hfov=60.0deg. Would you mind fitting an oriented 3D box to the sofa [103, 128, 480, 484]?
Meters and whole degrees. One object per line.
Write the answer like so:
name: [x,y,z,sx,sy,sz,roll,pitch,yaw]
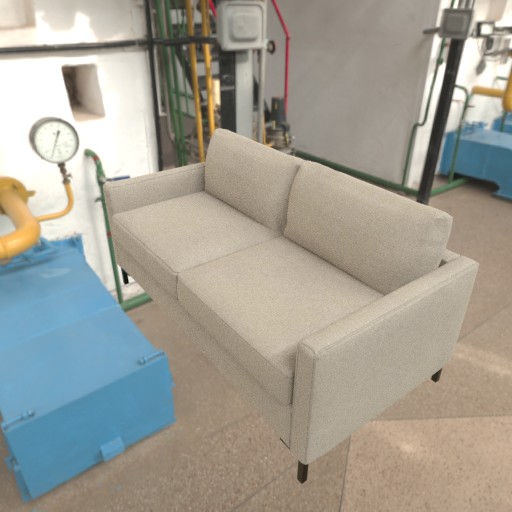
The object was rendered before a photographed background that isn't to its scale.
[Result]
sofa: [0.000,0.000,2.103,0.875,0.840,1.682,-20,36,-31]
